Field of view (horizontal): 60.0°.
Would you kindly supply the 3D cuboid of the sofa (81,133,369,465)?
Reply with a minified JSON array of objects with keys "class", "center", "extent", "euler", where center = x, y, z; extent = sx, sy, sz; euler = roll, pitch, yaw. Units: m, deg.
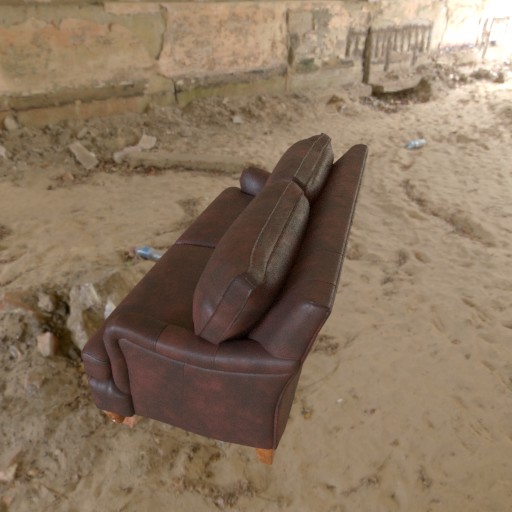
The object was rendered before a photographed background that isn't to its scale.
[{"class":"sofa","center":[0.000,0.000,2.770],"extent":[1.147,1.071,2.144],"euler":[8,32,14]}]
